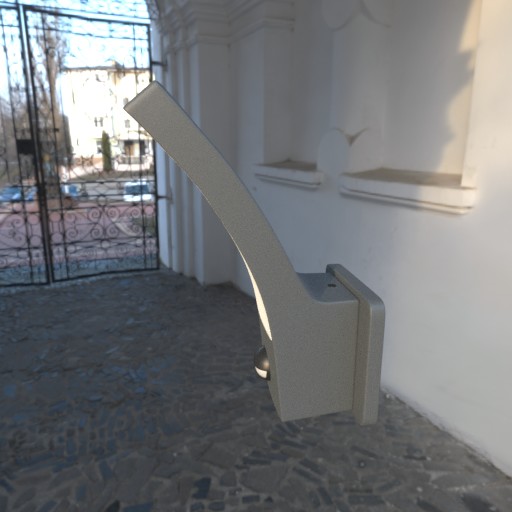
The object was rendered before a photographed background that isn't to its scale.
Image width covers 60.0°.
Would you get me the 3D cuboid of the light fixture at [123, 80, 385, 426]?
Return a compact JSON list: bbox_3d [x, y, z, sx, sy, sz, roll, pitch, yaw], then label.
[{"bbox_3d":[0.000,0.000,0.337,0.174,0.243,0.108,-2,15,-8],"label":"light fixture"}]
